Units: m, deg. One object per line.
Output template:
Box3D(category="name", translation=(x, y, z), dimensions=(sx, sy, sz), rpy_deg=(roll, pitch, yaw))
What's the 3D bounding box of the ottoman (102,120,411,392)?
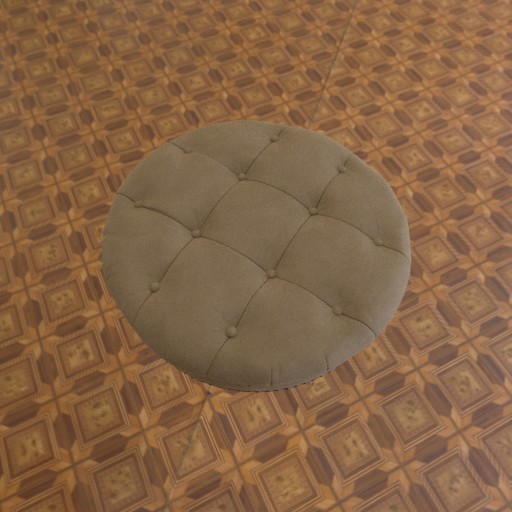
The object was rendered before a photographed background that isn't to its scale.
Box3D(category="ottoman", translation=(0.000, 0.000, 1.430), dimensions=(0.901, 0.439, 0.901), rpy_deg=(0, 60, 0))
